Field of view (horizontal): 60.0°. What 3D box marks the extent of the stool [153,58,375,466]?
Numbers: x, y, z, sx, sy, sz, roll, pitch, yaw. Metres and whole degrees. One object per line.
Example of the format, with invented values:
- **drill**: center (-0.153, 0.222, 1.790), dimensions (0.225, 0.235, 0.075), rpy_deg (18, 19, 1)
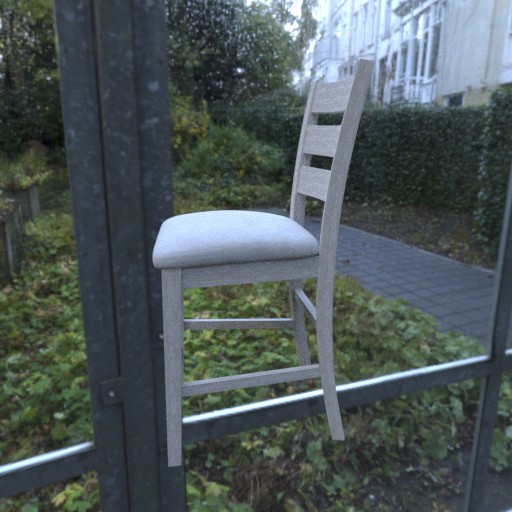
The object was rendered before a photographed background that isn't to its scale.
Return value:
- **stool**: center (0.000, 0.000, 1.319), dimensions (0.569, 1.032, 0.484), rpy_deg (-2, 15, -8)
